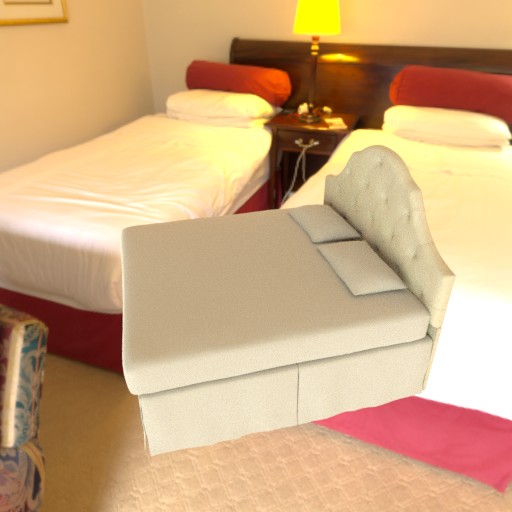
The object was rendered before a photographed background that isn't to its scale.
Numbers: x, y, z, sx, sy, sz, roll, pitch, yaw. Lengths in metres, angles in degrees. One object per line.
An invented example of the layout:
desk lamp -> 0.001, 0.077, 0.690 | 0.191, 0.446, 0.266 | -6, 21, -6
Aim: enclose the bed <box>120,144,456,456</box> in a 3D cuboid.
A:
bed -> 0.000, 0.000, 3.469 | 2.086, 1.555, 2.012 | -8, 31, -13
